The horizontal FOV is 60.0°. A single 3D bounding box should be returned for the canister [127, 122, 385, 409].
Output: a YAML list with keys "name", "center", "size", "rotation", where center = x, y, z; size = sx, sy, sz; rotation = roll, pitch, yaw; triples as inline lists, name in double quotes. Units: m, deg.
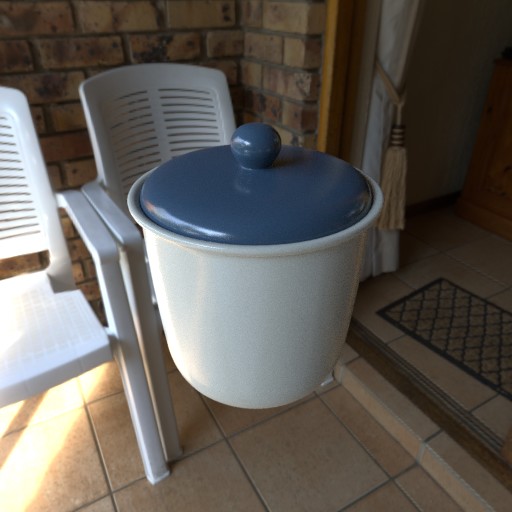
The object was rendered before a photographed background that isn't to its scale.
- name: "canister"
  center: [0.000, 0.000, 0.353]
  size: [0.182, 0.208, 0.182]
  rotation: [0, 31, 0]
